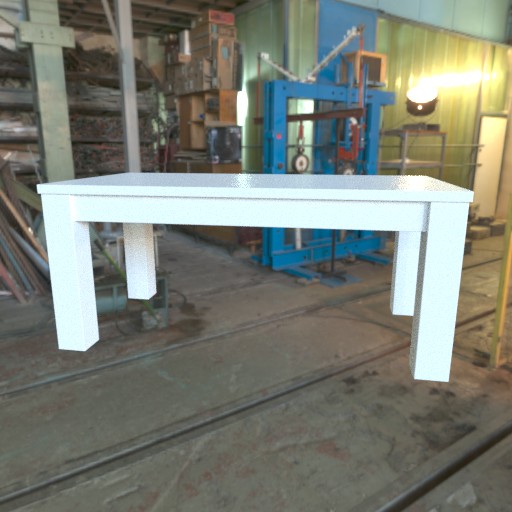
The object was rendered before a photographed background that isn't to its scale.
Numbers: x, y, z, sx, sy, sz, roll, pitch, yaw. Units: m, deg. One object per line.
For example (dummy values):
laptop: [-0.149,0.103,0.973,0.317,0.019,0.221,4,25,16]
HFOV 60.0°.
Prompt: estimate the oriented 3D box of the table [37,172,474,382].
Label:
table: [0.000,0.000,2.320,1.800,0.790,0.900,2,14,10]
